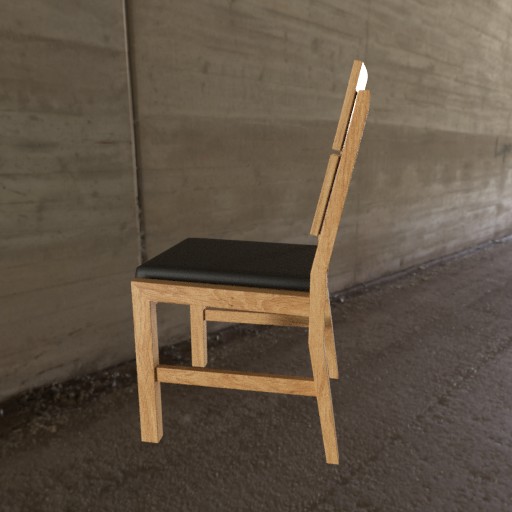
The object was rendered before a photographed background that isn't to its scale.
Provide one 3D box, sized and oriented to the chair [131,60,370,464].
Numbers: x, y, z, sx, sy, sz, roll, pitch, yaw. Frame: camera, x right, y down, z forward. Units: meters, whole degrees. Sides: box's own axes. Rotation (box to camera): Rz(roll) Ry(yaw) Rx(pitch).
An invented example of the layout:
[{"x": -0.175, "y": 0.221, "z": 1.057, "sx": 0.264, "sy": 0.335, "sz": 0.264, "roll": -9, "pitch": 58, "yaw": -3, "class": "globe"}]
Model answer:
[{"x": 0.000, "y": 0.000, "z": 1.280, "sx": 0.569, "sy": 0.950, "sz": 0.475, "roll": 2, "pitch": 13, "yaw": 10, "class": "chair"}]
